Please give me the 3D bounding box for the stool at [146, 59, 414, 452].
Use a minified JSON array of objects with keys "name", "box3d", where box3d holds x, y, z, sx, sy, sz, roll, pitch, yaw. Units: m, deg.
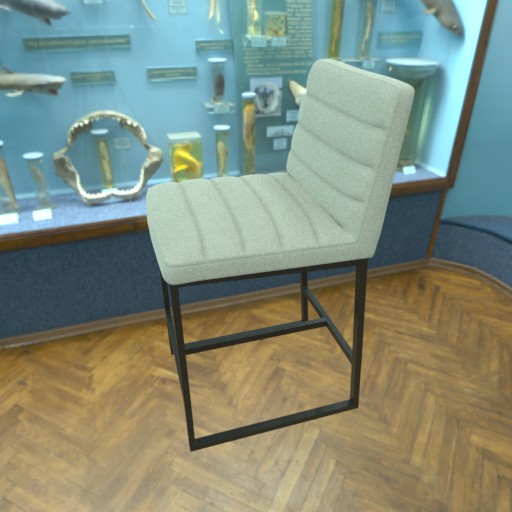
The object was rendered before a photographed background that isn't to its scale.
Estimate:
[{"name":"stool","box3d":[0.000,0.000,1.261,0.567,0.971,0.459,-9,32,-14]}]
